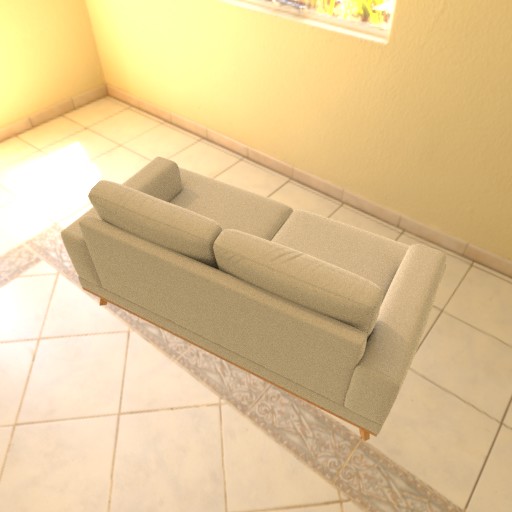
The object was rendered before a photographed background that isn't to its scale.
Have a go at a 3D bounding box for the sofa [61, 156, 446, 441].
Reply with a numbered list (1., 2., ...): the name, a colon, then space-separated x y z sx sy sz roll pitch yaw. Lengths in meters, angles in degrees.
1. sofa: 0.000 0.000 2.149 1.651 0.810 0.915 22 49 20
